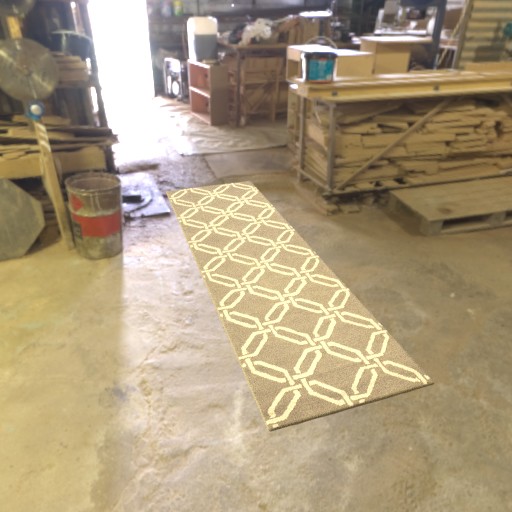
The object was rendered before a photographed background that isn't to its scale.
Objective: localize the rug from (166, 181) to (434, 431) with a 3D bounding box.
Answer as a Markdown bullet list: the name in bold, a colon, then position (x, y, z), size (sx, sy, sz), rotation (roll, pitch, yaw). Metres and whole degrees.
- **rug**: position (0.000, 0.000, 2.534), size (0.678, 0.014, 2.276), rotation (-10, 32, -16)
